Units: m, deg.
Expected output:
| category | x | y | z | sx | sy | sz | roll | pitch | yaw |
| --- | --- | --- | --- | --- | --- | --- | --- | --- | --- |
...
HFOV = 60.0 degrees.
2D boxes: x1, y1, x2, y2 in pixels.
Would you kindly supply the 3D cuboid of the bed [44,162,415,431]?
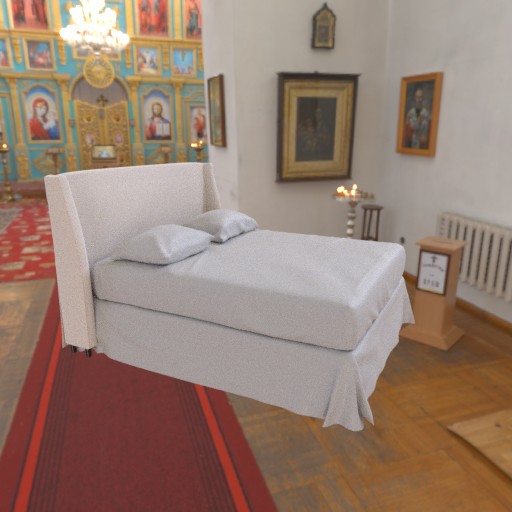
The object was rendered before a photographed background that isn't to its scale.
| category | x | y | z | sx | sy | sz | roll | pitch | yaw |
| --- | --- | --- | --- | --- | --- | --- | --- | --- | --- |
| bed | 0.000 | 0.000 | 3.466 | 2.276 | 1.332 | 1.925 | 7 | 17 | 26 |
